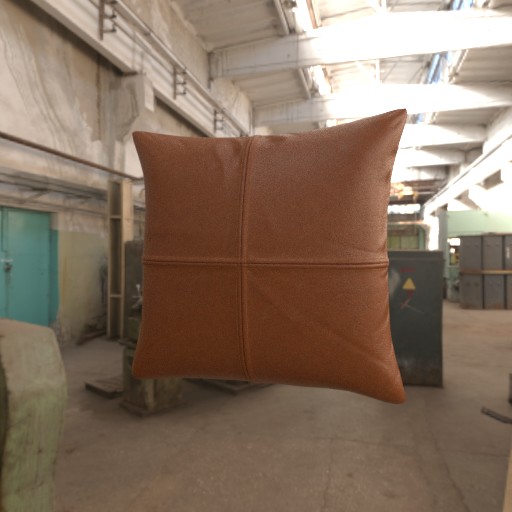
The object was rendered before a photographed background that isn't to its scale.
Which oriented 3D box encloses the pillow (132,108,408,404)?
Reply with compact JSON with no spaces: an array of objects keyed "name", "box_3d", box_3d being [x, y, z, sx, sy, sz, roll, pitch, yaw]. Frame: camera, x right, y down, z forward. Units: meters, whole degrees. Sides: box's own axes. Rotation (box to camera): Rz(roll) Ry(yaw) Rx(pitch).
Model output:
[{"name":"pillow","box_3d":[0.000,0.000,0.773,0.501,0.477,0.192,0,0,17]}]
